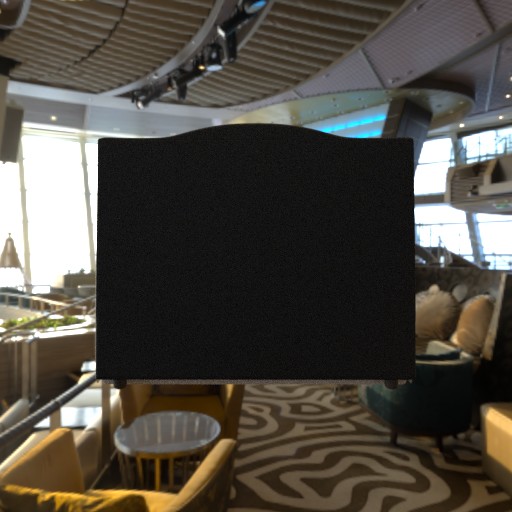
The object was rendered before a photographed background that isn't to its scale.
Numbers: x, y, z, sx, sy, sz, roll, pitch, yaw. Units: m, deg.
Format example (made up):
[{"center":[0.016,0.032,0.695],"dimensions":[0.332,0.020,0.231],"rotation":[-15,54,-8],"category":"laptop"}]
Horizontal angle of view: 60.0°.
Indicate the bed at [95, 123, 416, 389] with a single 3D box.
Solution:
[{"center":[0.000,0.000,3.494],"dimensions":[1.821,1.436,2.282],"rotation":[0,0,0],"category":"bed"}]
